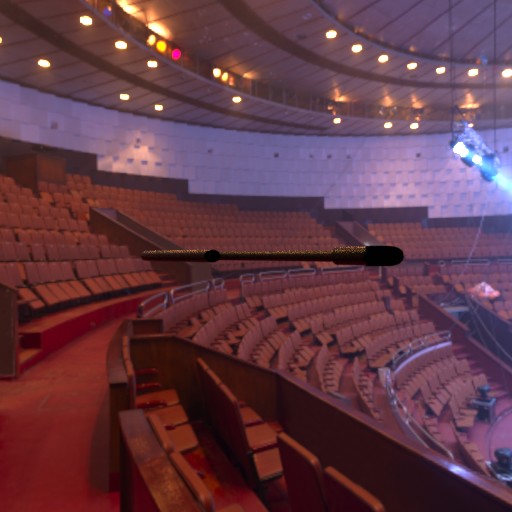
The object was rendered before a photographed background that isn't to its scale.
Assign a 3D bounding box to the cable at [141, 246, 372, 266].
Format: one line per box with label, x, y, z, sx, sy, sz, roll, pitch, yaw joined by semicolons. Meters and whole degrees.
cable;0.000;0.000;0.111;0.041;0.005;0.098;0;0;-36
